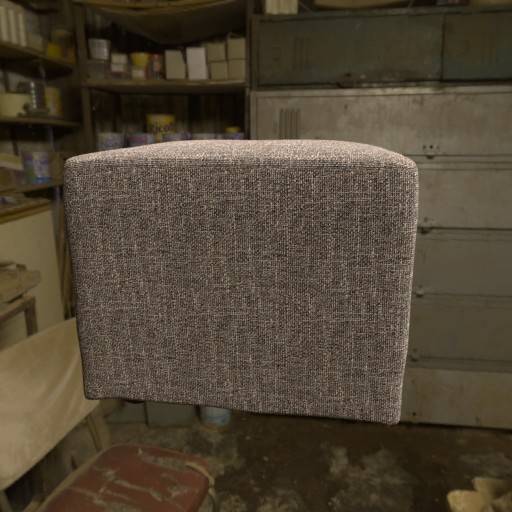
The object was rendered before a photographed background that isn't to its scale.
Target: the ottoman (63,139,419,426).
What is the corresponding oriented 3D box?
[{"bbox_3d":[0.000,0.000,0.892,0.521,0.453,0.512,2,14,9],"label":"ottoman"}]
